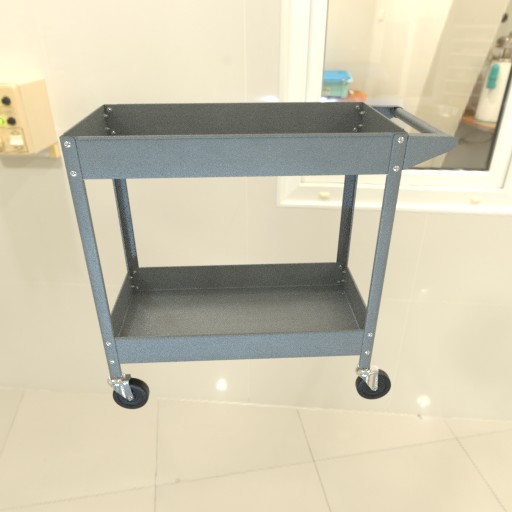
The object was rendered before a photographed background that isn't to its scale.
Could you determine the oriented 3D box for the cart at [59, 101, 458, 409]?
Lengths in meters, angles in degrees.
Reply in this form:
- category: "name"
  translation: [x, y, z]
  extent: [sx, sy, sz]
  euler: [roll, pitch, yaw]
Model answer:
- category: "cart"
  translation: [0.000, 0.000, 1.168]
  extent: [0.779, 0.719, 0.366]
  euler: [-1, 29, -3]
